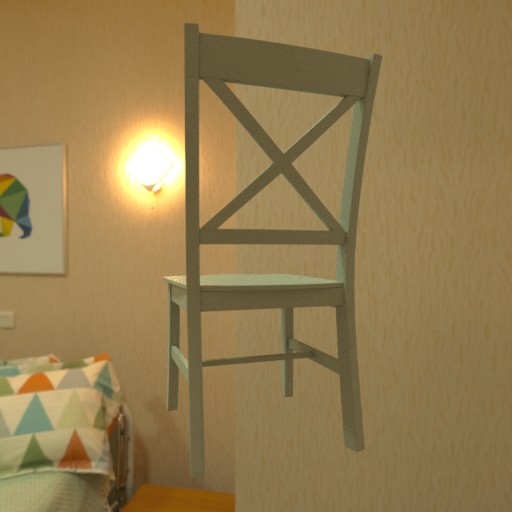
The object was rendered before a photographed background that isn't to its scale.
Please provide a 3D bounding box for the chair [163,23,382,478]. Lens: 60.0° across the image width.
[{"bbox_3d":[0.000,0.000,1.244,0.485,0.983,0.542,0,1,-19],"label":"chair"}]
